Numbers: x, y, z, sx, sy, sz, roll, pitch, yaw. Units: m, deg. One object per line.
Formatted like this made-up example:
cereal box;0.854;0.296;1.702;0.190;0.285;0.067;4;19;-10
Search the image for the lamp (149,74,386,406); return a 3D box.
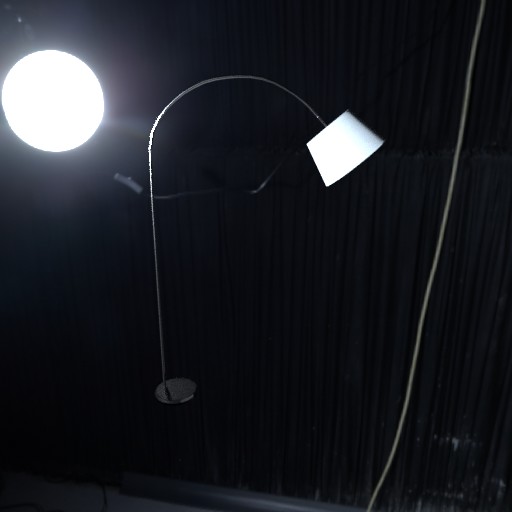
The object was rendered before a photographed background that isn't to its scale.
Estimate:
lamp;0.000;0.000;2.748;1.445;2.098;0.406;3;17;9
